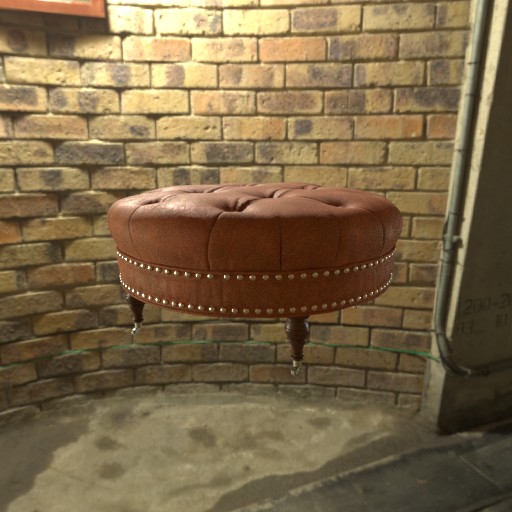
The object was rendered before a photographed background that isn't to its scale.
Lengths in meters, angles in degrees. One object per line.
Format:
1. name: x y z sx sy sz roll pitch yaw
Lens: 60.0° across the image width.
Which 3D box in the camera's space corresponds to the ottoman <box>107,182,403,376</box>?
1. ottoman: 0.000 0.000 1.432 0.901 0.444 0.901 0 13 0
